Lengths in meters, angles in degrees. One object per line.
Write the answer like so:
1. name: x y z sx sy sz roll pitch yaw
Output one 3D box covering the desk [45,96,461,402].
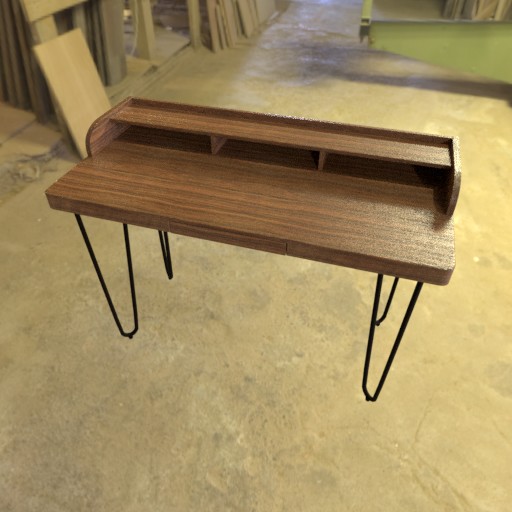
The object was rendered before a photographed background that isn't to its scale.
1. desk: 0.000 0.000 1.639 1.200 0.854 0.565 11 42 13
